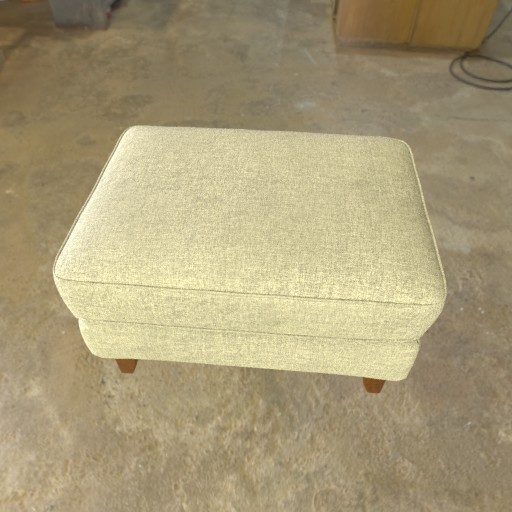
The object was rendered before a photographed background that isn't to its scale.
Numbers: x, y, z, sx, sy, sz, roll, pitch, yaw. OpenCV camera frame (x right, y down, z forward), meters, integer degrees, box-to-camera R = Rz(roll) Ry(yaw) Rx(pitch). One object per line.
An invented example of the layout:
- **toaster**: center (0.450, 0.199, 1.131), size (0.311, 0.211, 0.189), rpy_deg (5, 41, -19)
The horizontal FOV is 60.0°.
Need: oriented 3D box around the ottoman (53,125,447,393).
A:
- **ottoman**: center (0.000, 0.000, 1.316), size (0.889, 0.561, 0.661), rpy_deg (4, 47, 3)
